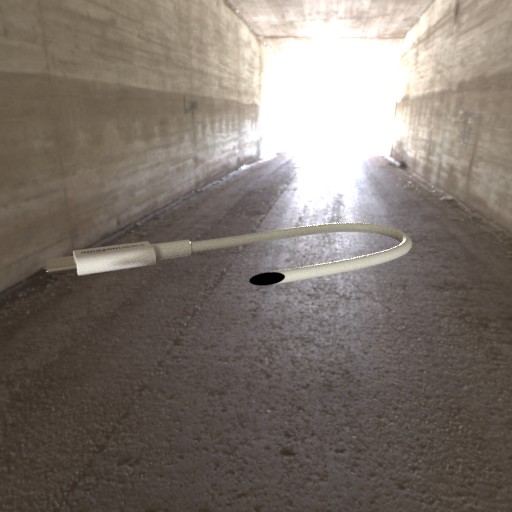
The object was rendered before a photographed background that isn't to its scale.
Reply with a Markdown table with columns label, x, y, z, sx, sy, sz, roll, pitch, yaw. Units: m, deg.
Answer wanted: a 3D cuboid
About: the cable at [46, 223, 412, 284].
| label | x | y | z | sx | sy | sz | roll | pitch | yaw |
| --- | --- | --- | --- | --- | --- | --- | --- | --- | --- |
| cable | 0.000 | 0.000 | 0.115 | 0.098 | 0.005 | 0.041 | -9 | 20 | -25 |
